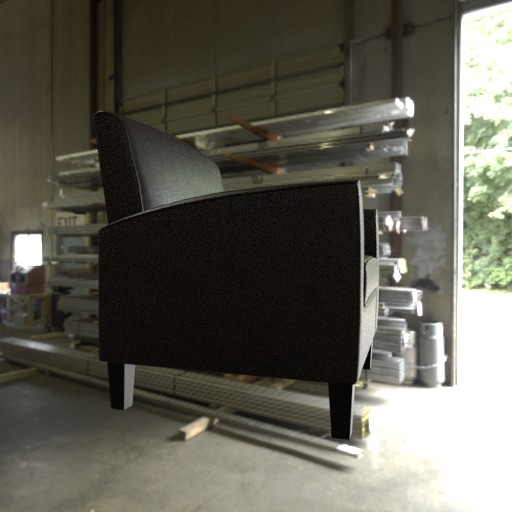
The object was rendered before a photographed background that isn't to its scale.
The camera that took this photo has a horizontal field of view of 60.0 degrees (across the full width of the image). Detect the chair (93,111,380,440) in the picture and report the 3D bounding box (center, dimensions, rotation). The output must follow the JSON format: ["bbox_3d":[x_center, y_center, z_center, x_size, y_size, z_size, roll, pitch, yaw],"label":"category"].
[{"bbox_3d":[0.000,0.000,1.578,0.819,0.916,0.820,0,0,18],"label":"chair"}]
